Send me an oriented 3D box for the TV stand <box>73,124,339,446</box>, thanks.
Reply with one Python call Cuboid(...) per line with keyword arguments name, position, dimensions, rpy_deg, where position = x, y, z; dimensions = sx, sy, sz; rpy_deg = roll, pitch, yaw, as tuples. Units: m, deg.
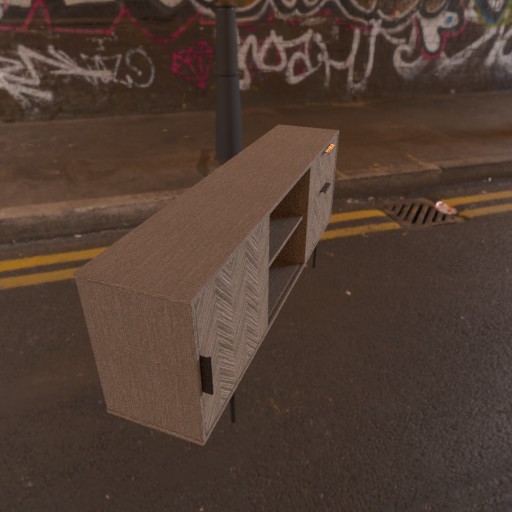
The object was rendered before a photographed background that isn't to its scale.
Cuboid(name="TV stand", position=(0.000, 0.000, 2.108), dimensions=(0.405, 0.787, 1.804), rpy_deg=(11, 32, 18))
